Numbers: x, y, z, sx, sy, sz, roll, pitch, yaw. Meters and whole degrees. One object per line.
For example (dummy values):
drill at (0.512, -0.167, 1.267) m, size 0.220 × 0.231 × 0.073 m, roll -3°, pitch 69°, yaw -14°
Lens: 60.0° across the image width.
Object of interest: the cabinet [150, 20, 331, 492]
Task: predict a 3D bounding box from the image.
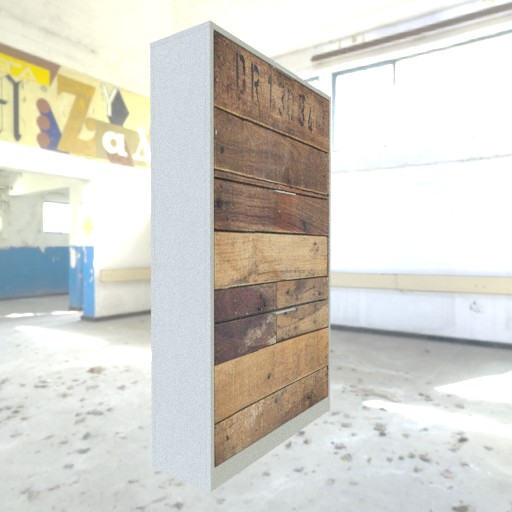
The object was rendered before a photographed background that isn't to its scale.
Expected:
cabinet at (0.000, 0.000, 1.571) m, size 0.250 × 1.280 × 0.750 m, roll 1°, pitch 1°, yaw 35°
